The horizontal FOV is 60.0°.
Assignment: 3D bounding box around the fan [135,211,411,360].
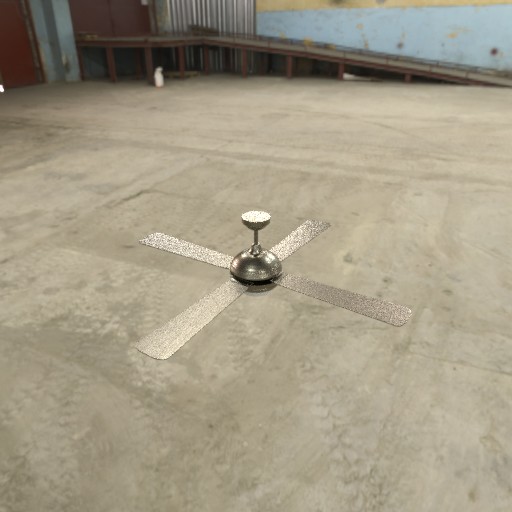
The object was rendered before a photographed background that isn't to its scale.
[{"bbox_3d":[0.000,0.000,1.987,1.321,0.381,1.321,-19,33,-32],"label":"fan"}]
